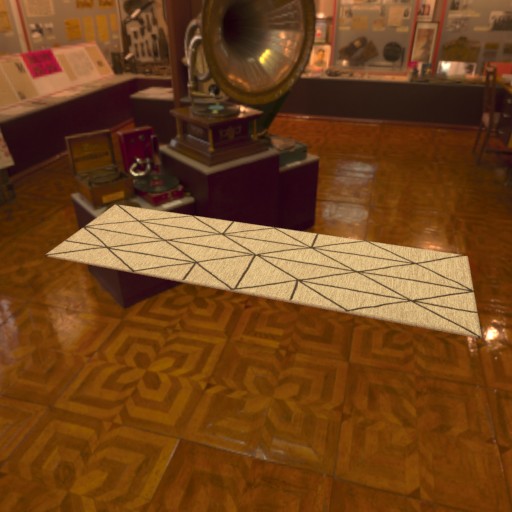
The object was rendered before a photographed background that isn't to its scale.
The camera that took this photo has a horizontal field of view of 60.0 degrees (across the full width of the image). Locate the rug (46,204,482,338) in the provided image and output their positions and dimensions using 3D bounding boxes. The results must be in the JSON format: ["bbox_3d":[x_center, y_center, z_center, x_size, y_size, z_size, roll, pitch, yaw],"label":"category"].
[{"bbox_3d":[0.000,0.000,2.680,2.438,0.012,0.762,9,33,15],"label":"rug"}]
